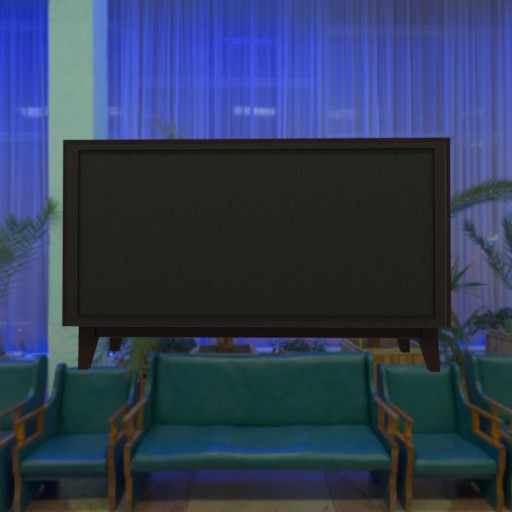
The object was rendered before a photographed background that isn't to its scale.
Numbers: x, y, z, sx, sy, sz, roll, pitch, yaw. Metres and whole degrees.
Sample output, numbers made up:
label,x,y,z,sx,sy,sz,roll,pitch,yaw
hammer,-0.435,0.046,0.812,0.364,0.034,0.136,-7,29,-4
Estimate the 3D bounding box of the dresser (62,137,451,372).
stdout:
label,x,y,z,sx,sy,sz,roll,pitch,yaw
dresser,0.000,0.000,2.079,1.609,0.971,0.499,0,-1,1
